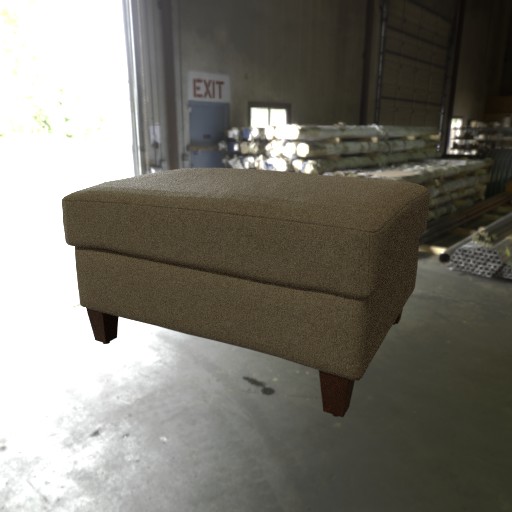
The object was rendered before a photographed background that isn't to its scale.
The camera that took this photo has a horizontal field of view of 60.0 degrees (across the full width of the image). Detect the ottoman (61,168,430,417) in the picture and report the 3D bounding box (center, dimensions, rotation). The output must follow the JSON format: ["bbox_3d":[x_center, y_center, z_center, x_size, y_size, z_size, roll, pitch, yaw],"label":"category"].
[{"bbox_3d":[0.000,0.000,1.352,0.889,0.511,0.692,9,18,28],"label":"ottoman"}]
